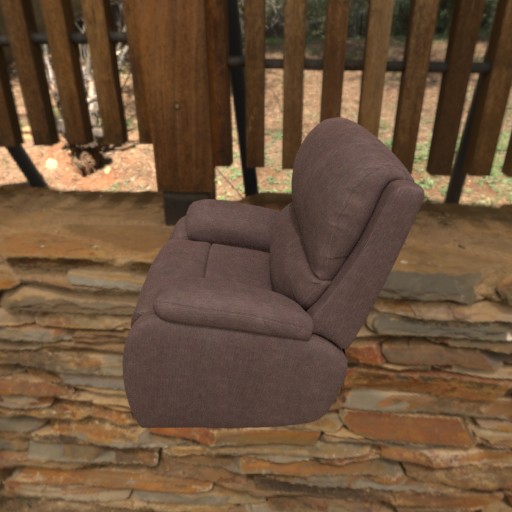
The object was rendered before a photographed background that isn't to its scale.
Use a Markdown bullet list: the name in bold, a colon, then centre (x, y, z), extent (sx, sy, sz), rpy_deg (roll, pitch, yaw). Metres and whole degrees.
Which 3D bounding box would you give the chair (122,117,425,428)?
- **chair**: centre (0.000, 0.000, 1.727), extent (0.899, 1.011, 0.930), rpy_deg (0, 26, 0)
